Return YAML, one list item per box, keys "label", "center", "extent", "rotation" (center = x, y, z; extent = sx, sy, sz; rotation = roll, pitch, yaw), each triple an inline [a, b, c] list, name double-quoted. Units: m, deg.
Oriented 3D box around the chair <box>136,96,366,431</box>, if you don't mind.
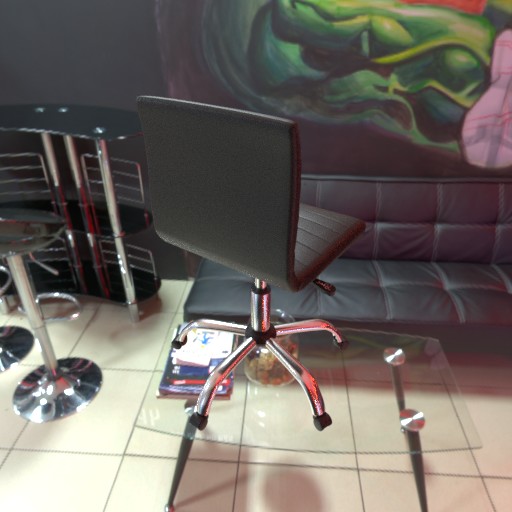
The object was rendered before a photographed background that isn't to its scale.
- label: "chair"
  center: [0.000, 0.000, 1.115]
  extent: [0.556, 0.780, 0.530]
  rotation: [21, 36, 31]
